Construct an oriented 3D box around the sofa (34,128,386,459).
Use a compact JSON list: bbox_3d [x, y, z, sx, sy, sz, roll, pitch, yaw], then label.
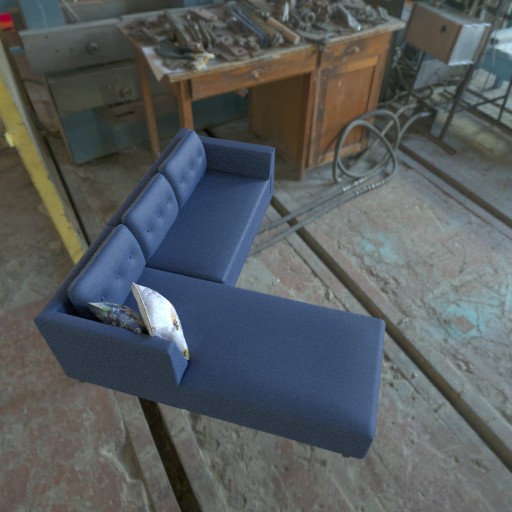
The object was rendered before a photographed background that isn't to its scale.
[{"bbox_3d":[0.000,0.000,3.059,1.829,0.787,2.120,12,47,11],"label":"sofa"}]
